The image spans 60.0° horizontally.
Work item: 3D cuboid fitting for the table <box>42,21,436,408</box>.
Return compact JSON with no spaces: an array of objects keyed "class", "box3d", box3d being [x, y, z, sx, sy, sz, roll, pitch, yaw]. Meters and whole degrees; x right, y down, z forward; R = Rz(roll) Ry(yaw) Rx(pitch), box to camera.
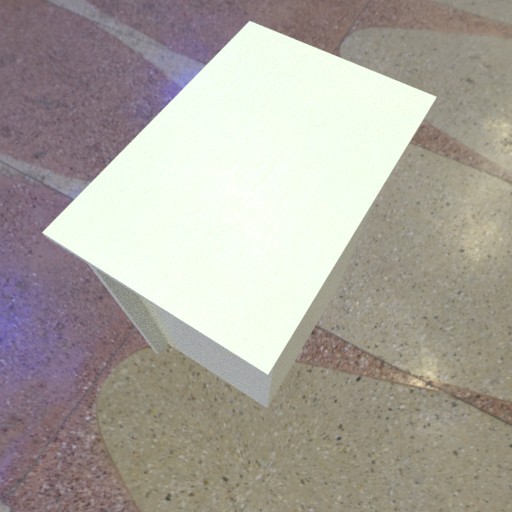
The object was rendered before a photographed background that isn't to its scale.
[{"class":"table","box3d":[0.000,0.000,1.056,0.406,0.711,0.589,29,66,14]}]
